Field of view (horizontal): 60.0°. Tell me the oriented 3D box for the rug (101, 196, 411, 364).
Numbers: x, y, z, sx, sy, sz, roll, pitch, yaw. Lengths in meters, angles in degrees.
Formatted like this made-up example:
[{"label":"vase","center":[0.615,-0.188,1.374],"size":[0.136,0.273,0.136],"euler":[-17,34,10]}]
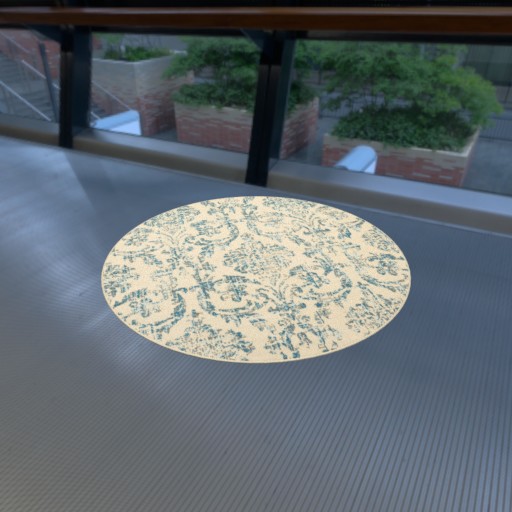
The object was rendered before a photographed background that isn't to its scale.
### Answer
[{"label":"rug","center":[0.000,0.000,2.379],"size":[1.593,0.012,1.593],"euler":[0,31,0]}]
